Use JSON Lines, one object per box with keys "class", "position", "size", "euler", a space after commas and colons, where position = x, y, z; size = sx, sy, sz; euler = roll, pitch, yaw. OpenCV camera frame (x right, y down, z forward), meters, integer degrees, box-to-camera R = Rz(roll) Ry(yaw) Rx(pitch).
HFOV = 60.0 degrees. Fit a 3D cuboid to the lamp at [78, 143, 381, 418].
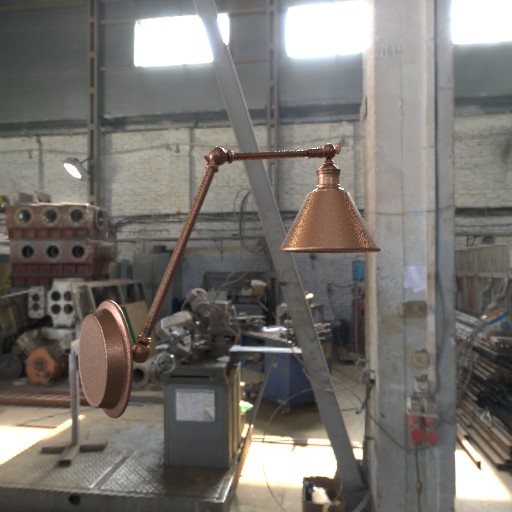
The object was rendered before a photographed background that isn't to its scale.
{"class": "lamp", "position": [0.000, 0.000, 0.862], "size": [0.624, 0.502, 0.223], "euler": [1, -2, -37]}
